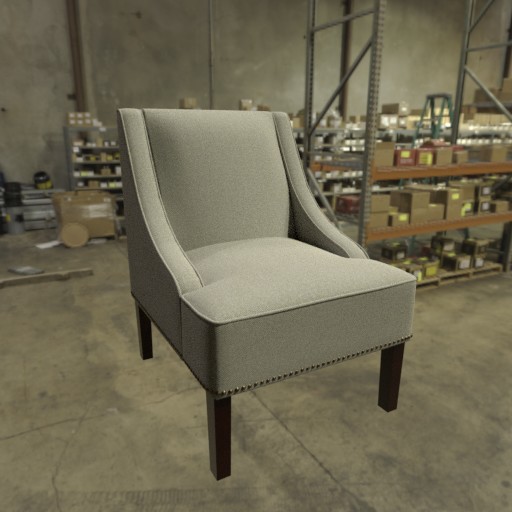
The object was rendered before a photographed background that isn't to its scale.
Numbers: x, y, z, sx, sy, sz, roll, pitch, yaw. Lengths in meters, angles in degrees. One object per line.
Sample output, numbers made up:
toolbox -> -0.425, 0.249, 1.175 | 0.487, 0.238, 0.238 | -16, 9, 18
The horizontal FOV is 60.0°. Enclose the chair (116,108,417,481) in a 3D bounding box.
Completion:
chair -> 0.000, 0.000, 1.355 | 0.628, 0.872, 0.748 | -9, 18, -28
